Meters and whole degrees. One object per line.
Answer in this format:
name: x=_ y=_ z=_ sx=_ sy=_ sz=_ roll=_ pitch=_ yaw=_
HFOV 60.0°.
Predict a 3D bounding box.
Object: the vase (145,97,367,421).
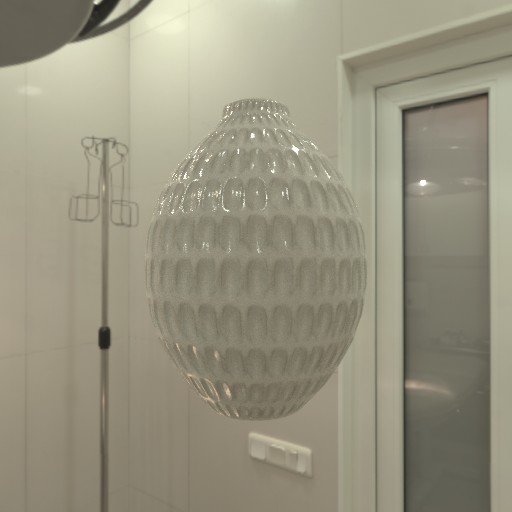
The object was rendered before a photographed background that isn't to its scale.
vase: x=0.000 y=0.000 z=0.333 sx=0.162 sy=0.223 sz=0.162 roll=0 pitch=0 yaw=0
